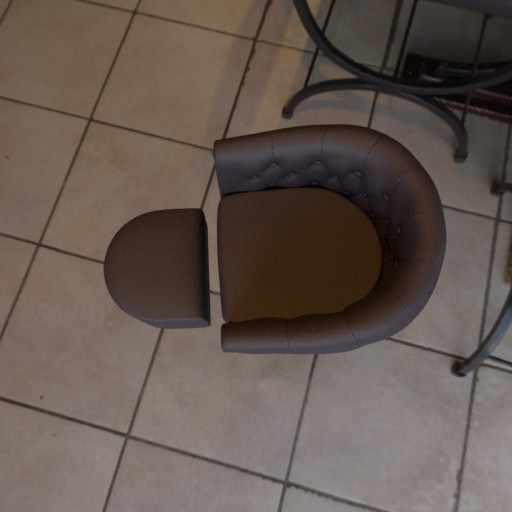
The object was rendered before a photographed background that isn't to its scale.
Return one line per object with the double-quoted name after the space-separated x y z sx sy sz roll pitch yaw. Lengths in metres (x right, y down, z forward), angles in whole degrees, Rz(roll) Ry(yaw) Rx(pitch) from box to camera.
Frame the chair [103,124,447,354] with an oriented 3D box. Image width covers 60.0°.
0.000 0.000 1.695 1.191 0.760 0.763 -3 74 -1 "chair"
